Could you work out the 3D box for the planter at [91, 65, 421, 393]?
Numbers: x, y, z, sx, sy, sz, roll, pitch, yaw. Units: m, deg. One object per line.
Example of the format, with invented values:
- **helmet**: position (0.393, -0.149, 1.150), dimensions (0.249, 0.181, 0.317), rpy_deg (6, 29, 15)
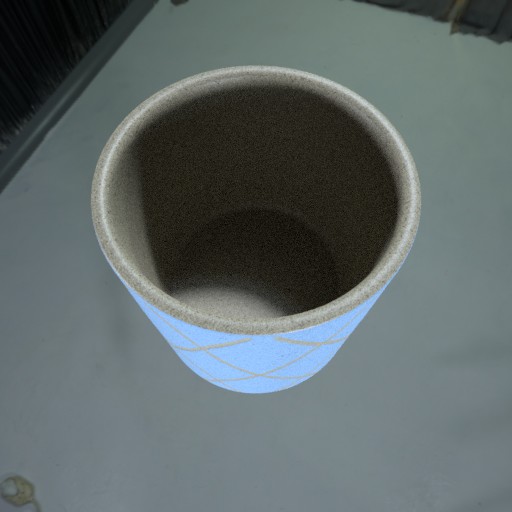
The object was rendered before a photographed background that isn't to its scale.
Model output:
- **planter**: position (0.000, 0.000, 0.346), dimensions (0.191, 0.200, 0.191), rpy_deg (0, 62, 0)
